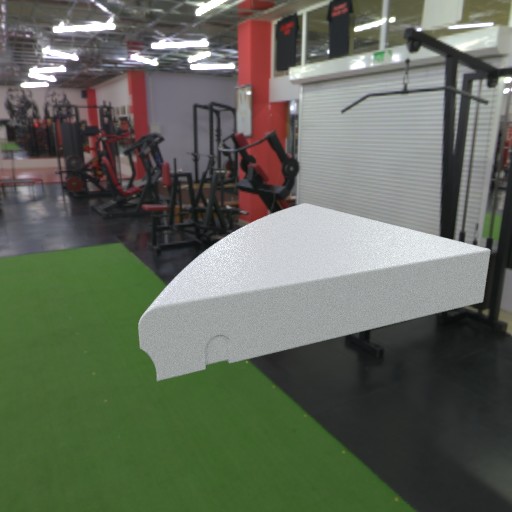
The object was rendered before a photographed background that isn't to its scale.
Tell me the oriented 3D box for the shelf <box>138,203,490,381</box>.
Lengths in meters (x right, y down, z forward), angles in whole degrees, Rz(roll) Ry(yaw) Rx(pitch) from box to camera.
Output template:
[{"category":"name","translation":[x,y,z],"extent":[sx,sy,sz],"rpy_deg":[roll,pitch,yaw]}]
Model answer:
[{"category":"shelf","translation":[0.000,0.000,0.463],"extent":[0.310,0.050,0.310],"rpy_deg":[-8,17,-26]}]
